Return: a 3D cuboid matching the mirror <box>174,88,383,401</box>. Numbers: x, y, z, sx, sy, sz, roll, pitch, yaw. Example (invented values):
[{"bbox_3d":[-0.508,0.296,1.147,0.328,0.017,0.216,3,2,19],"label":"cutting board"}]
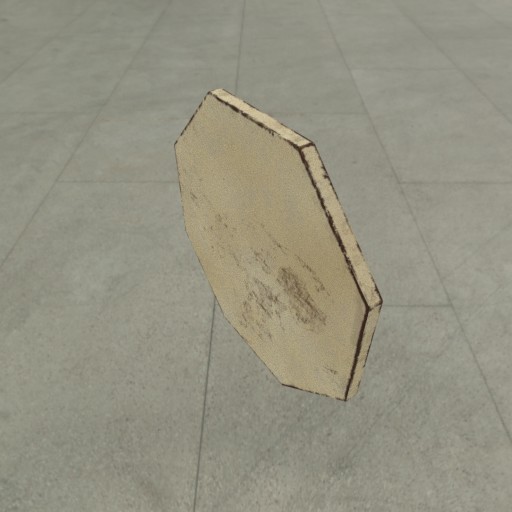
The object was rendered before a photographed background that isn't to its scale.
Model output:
[{"bbox_3d":[0.000,0.000,0.971,0.031,0.648,0.648,-25,47,-25],"label":"mirror"}]
